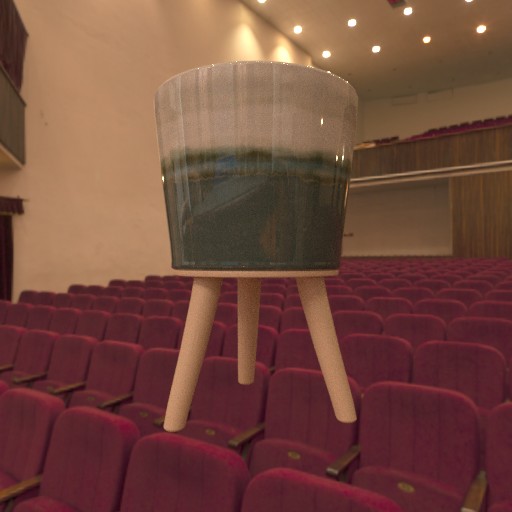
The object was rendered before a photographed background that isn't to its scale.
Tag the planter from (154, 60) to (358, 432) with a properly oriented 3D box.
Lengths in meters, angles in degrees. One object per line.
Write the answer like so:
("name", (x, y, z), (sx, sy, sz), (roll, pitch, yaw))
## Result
("planter", (0.000, 0.000, 0.480), (0.217, 0.331, 0.217), (0, -1, 35))
